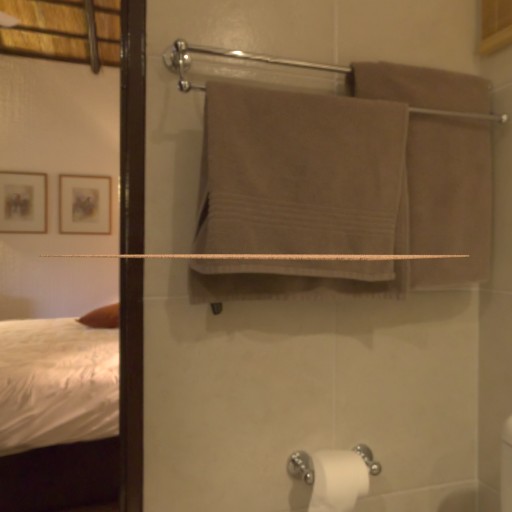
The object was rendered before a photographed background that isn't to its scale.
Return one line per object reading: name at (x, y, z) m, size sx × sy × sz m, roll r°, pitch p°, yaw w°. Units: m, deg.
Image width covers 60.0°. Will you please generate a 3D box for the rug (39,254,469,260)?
rug at (0.000, 0.000, 4.144) m, size 3.205 × 0.013 × 2.448 m, roll 0°, pitch 1°, yaw 36°
